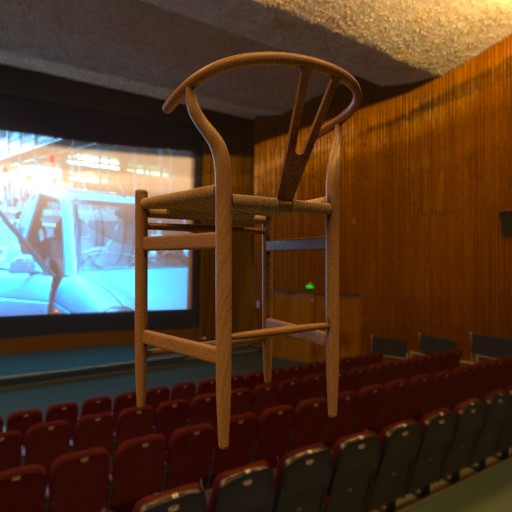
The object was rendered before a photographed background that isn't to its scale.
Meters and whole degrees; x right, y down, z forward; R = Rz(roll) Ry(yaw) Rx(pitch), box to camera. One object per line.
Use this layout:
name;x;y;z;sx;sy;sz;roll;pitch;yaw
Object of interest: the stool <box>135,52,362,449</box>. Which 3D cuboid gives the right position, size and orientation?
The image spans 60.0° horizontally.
stool;0.000;0.000;1.273;0.536;0.923;0.575;0;0;-35
